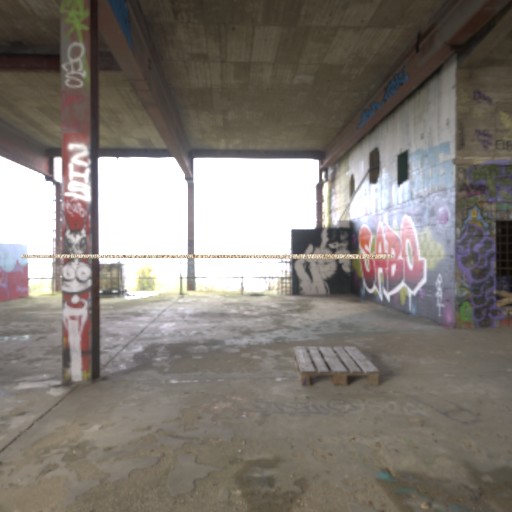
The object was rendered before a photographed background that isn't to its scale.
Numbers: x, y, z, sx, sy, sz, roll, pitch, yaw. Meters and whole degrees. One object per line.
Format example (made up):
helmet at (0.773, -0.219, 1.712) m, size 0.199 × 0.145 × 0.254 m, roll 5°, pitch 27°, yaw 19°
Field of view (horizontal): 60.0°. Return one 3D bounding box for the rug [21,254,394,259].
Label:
rug at (0.000, 0.000, 4.073) m, size 2.400 × 0.025 × 3.000 m, roll 0°, pitch 0°, yaw 17°
